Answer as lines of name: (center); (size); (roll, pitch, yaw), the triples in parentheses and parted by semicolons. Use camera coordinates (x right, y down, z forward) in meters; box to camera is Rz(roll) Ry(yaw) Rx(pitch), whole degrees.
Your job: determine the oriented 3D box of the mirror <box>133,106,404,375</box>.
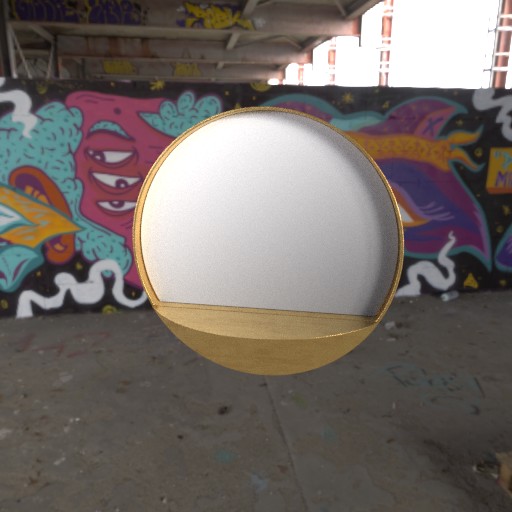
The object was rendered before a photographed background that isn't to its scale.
mirror: (0.000, 0.000, 0.703); (0.457, 0.457, 0.133); (3, 14, 11)
